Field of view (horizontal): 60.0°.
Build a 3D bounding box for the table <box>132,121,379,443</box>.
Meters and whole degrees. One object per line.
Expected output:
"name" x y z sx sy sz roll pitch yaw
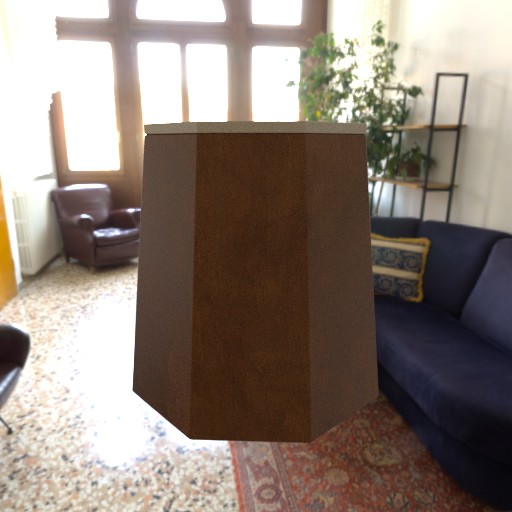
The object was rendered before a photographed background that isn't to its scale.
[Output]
"table" 0.000 0.000 0.807 0.439 0.457 0.439 -14 20 -43
